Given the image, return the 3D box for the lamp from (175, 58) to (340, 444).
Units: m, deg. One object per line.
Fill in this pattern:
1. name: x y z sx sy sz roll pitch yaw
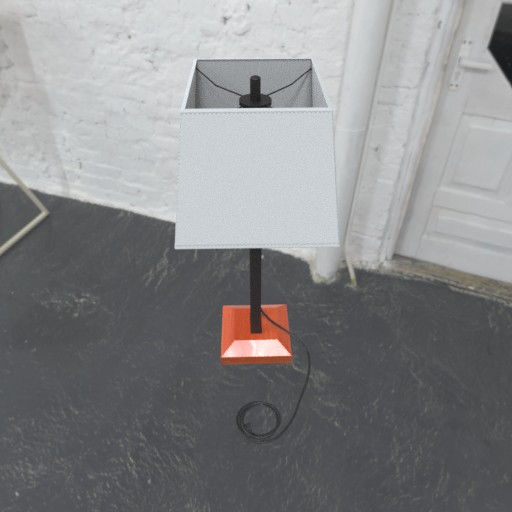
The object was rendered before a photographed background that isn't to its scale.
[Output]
1. lamp: 0.000 0.000 0.985 0.310 0.737 0.498 -1 41 -1
